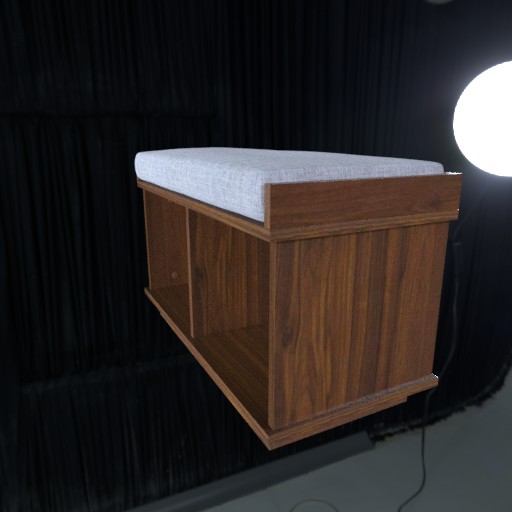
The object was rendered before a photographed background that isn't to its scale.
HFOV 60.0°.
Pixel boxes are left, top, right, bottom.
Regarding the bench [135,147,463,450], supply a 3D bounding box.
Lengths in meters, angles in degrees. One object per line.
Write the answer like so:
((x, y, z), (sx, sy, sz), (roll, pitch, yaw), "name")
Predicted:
((0.000, 0.000, 0.992), (0.362, 0.461, 0.734), (-8, 17, -26), "bench")
